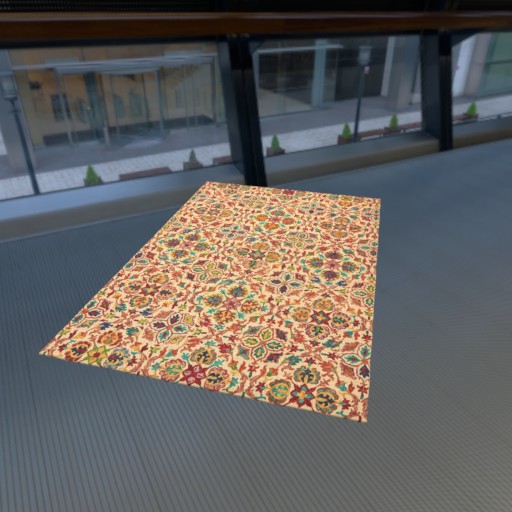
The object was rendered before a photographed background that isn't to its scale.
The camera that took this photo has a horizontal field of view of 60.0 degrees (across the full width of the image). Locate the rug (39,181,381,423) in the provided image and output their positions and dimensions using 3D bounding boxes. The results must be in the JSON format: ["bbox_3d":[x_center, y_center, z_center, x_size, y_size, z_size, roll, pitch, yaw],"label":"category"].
[{"bbox_3d":[0.000,0.000,2.316,1.226,0.013,1.838,8,32,13],"label":"rug"}]
